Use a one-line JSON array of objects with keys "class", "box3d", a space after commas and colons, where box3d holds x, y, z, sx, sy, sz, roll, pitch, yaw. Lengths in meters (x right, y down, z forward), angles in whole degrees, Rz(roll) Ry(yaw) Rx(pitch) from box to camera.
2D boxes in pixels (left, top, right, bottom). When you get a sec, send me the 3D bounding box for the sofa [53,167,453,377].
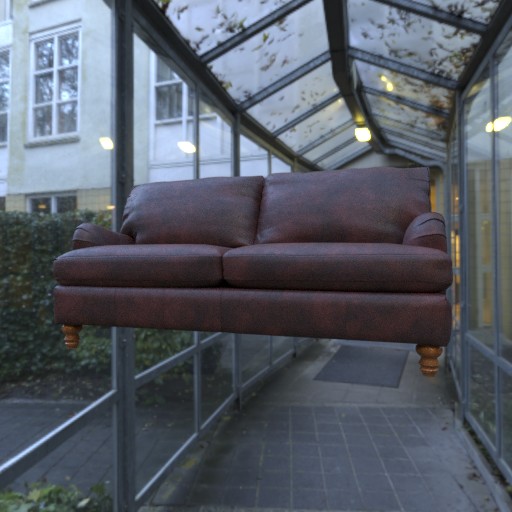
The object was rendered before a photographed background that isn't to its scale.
[{"class": "sofa", "box3d": [0.000, 0.000, 2.735, 2.144, 1.071, 1.147, 0, 0, 18]}]
